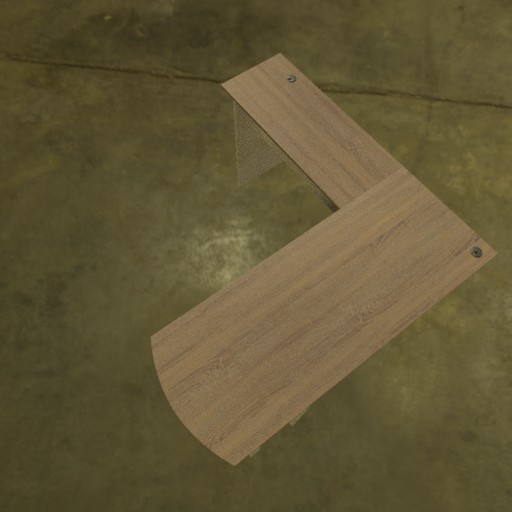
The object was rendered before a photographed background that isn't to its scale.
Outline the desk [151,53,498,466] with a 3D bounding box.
[{"bbox_3d":[0.000,0.000,2.086,1.303,0.716,1.361,-34,69,-15],"label":"desk"}]
